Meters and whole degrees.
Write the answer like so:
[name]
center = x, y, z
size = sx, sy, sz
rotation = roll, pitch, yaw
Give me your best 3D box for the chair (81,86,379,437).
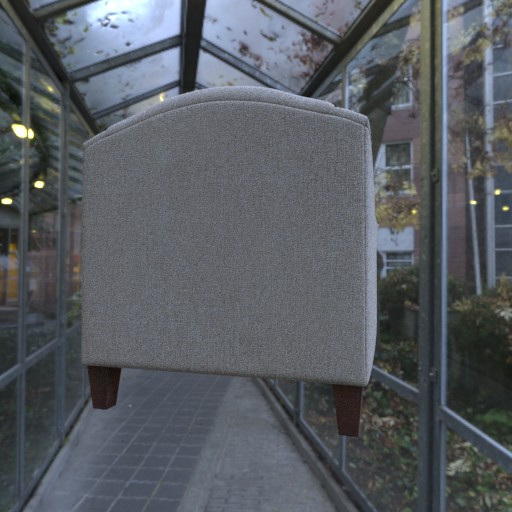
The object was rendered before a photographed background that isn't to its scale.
[chair]
center = 0.000, 0.000, 1.446
size = 0.763, 0.839, 0.787
rotation = 0, -1, 17
